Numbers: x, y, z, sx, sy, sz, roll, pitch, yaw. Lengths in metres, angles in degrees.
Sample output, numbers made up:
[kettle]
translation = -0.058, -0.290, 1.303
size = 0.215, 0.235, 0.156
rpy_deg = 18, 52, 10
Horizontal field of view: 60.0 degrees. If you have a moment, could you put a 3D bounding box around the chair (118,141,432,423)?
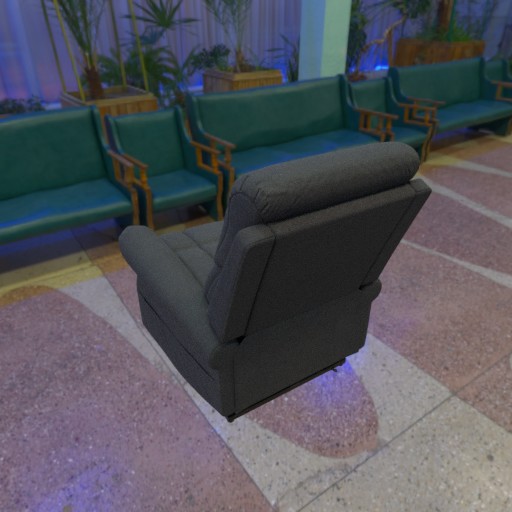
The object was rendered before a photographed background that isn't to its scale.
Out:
[chair]
translation = 0.000, 0.000, 1.747
size = 0.871, 1.031, 0.979
rpy_deg = -18, 35, -28
